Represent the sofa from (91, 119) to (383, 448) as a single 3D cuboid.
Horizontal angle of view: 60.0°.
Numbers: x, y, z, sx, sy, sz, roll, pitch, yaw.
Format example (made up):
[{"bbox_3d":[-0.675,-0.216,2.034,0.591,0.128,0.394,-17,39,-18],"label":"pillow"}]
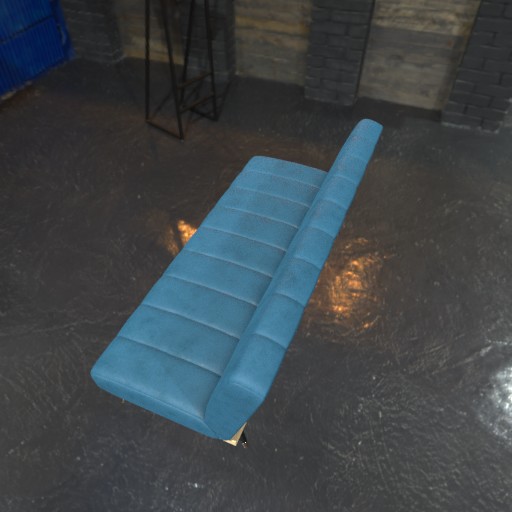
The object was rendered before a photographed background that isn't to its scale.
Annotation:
[{"bbox_3d":[0.000,0.000,2.347,0.830,0.825,1.810,17,48,16],"label":"sofa"}]
